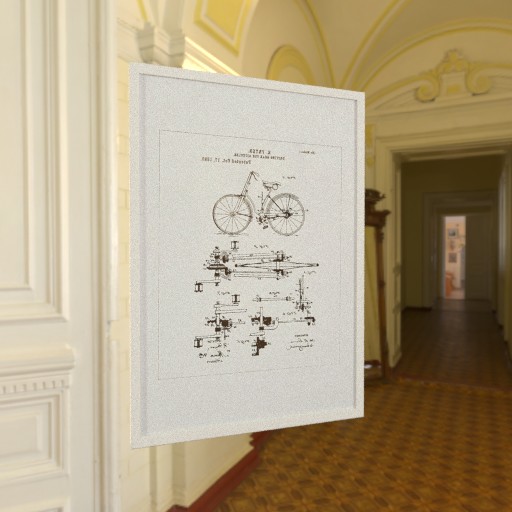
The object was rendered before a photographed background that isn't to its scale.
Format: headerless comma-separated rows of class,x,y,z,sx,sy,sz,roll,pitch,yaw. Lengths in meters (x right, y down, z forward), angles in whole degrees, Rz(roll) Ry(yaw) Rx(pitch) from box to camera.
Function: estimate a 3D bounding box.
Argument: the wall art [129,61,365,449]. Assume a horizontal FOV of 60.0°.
wall art,0.000,0.000,0.605,0.332,0.477,0.015,0,1,-19
